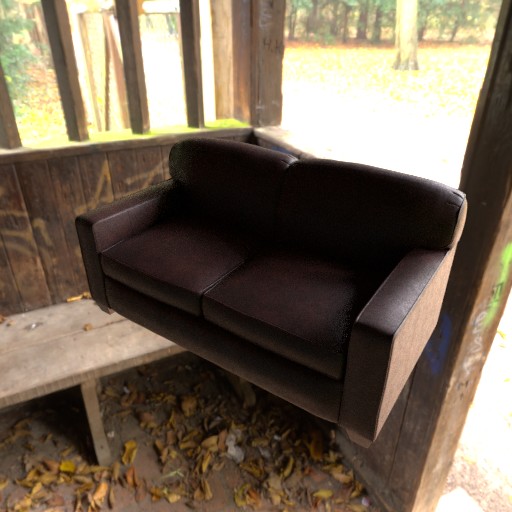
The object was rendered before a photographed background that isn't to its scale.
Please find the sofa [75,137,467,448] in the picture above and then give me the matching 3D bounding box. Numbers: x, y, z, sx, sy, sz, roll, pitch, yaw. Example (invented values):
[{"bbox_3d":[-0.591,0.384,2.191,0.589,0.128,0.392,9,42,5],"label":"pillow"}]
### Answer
[{"bbox_3d":[0.000,0.000,2.426,1.856,0.966,1.000,19,34,30],"label":"sofa"}]
